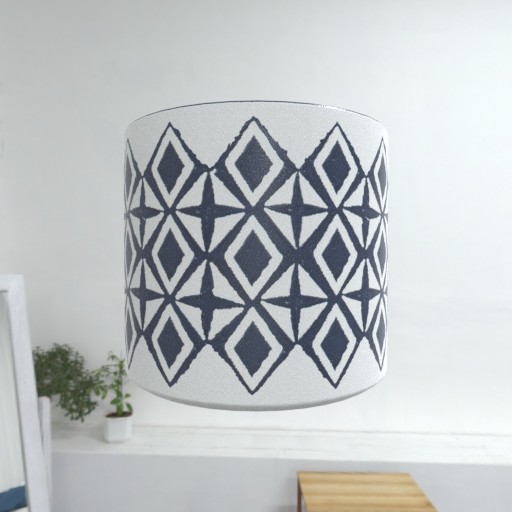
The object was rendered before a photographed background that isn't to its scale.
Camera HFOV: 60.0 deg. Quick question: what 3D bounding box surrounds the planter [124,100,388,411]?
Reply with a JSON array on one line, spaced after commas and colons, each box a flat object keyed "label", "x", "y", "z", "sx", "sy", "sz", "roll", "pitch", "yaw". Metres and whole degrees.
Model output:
[{"label": "planter", "x": 0.000, "y": 0.000, "z": 0.319, "sx": 0.182, "sy": 0.165, "sz": 0.182, "roll": 0, "pitch": 1, "yaw": 0}]
